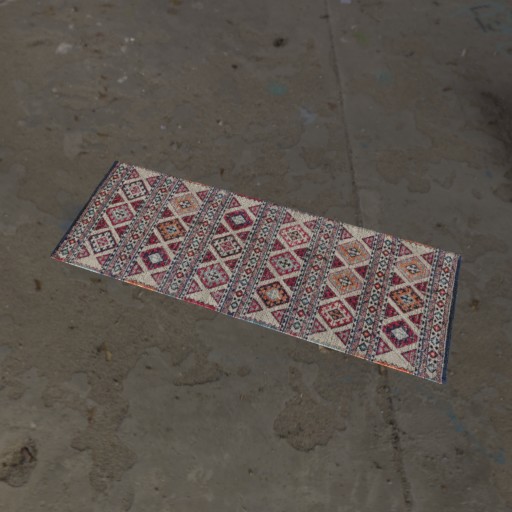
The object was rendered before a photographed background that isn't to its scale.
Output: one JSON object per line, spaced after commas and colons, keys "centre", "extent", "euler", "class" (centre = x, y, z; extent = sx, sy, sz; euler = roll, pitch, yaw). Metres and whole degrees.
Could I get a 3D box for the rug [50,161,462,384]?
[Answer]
{"centre": [0.000, 0.000, 2.687], "extent": [2.362, 0.008, 0.832], "euler": [16, 60, 10], "class": "rug"}
